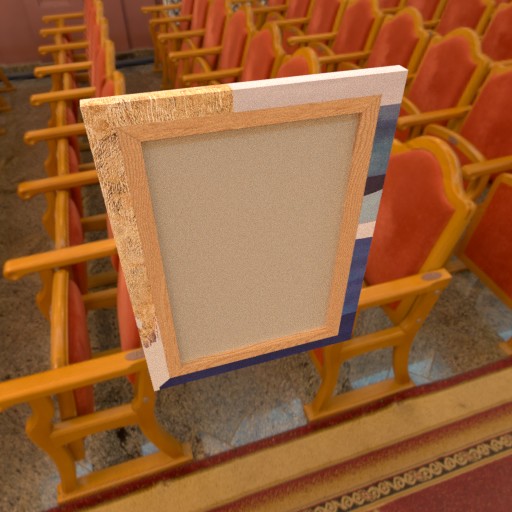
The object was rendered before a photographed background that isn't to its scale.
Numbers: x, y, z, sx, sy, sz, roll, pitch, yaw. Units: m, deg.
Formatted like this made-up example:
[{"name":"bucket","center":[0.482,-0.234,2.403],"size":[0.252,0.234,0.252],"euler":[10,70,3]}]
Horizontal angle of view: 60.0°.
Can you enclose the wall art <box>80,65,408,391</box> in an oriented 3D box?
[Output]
[{"name":"wall art","center":[0.000,0.000,0.801],"size":[0.458,0.613,0.026],"euler":[-12,42,-13]}]
